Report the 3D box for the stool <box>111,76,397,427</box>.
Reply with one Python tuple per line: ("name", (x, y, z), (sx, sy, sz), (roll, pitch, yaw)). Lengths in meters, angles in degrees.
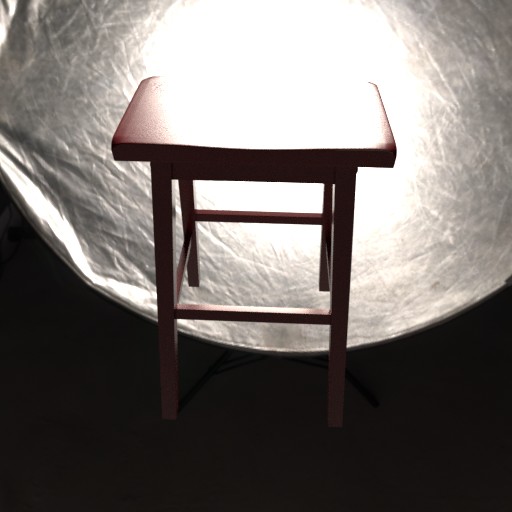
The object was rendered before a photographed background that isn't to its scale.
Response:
("stool", (0.000, 0.000, 1.029), (0.457, 0.737, 0.476), (2, 46, 2))
